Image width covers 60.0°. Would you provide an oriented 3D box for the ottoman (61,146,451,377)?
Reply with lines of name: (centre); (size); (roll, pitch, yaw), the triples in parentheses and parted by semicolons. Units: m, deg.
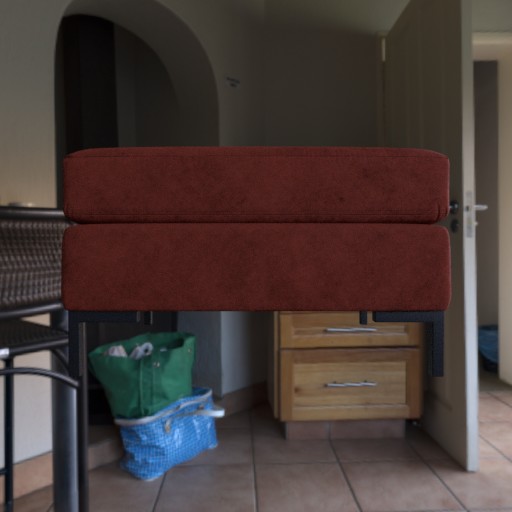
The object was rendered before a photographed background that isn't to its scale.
ottoman: (0.000, 0.000, 1.167); (0.782, 0.462, 0.650); (0, 1, 0)
